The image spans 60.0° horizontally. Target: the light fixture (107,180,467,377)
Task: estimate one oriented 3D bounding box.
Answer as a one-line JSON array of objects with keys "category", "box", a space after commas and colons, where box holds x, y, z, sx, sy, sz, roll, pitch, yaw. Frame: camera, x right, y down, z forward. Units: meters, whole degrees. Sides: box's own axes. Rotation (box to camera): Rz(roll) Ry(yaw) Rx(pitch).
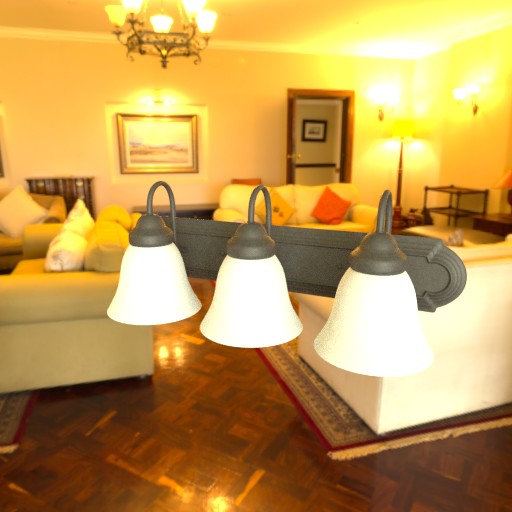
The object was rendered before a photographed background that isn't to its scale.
[{"category": "light fixture", "box": [0.000, 0.000, 0.703, 0.610, 0.222, 0.199, 7, 15, 25]}]
